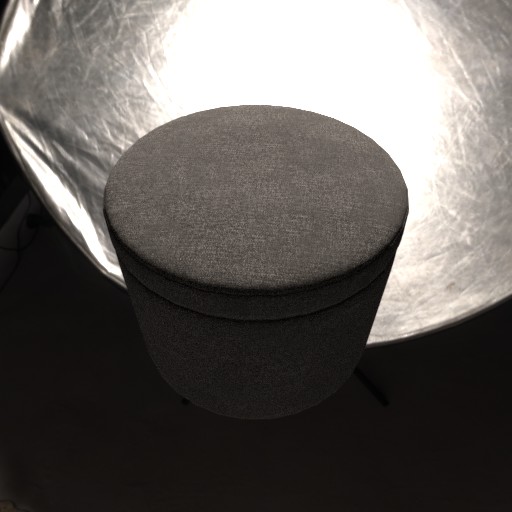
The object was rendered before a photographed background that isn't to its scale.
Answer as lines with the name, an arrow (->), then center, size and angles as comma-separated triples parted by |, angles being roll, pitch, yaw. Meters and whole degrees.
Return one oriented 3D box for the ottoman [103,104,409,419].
ottoman -> 0.000, 0.000, 0.871 | 0.500, 0.419, 0.500 | 0, 47, 0
